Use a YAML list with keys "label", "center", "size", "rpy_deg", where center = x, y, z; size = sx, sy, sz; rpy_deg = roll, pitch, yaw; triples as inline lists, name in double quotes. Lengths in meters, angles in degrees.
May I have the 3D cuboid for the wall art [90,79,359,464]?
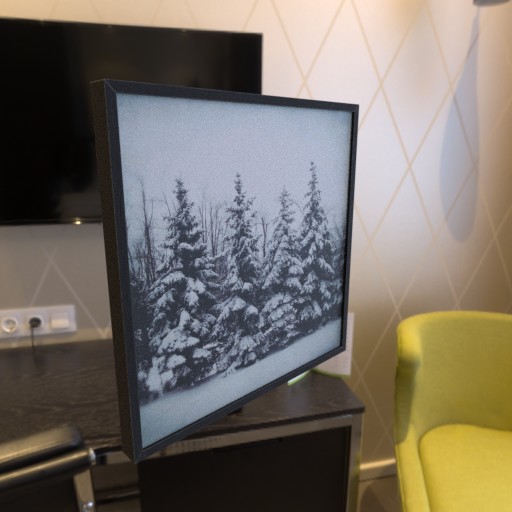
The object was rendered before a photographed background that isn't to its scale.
- label: "wall art"
  center: [0.000, 0.000, 0.740]
  size: [0.506, 0.506, 0.036]
  rpy_deg: [-13, 20, -42]
